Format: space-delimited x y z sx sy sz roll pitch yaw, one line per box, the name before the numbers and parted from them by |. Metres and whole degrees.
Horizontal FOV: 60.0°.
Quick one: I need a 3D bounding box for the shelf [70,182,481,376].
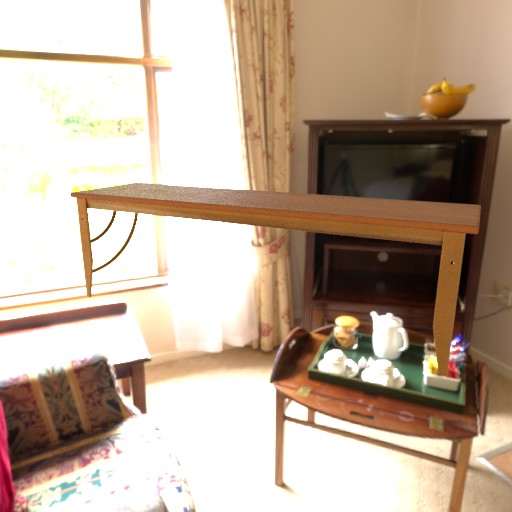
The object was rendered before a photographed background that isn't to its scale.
shelf | 0.000 0.000 0.725 0.636 0.190 0.166 8 18 26
